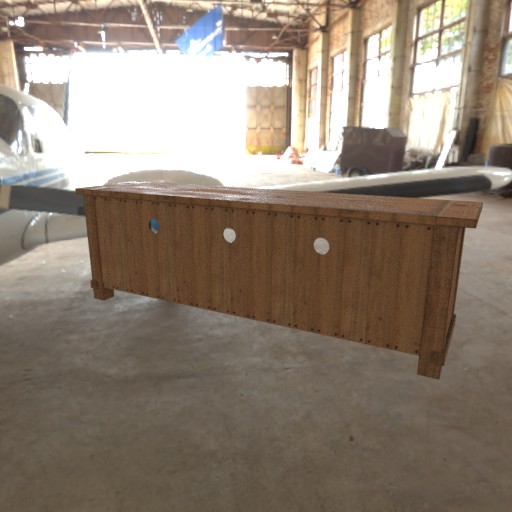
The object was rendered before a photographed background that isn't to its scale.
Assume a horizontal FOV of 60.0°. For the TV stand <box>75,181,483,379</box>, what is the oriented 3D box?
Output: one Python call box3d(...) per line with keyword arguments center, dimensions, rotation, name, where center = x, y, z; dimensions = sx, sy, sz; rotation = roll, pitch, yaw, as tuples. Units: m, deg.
box3d(center=(0.000, 0.000, 2.053), dimensions=(1.804, 0.573, 0.453), rotation=(8, 17, 27), name="TV stand")
